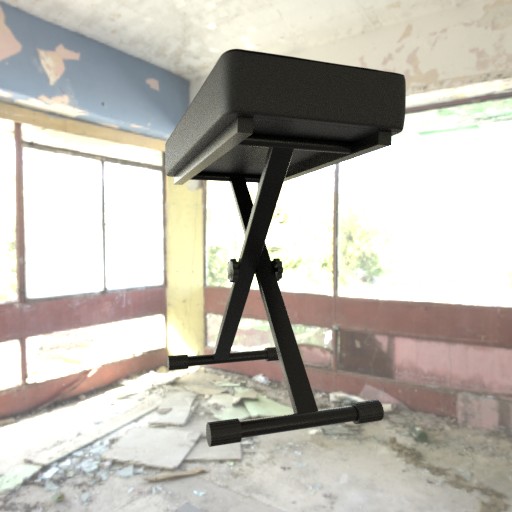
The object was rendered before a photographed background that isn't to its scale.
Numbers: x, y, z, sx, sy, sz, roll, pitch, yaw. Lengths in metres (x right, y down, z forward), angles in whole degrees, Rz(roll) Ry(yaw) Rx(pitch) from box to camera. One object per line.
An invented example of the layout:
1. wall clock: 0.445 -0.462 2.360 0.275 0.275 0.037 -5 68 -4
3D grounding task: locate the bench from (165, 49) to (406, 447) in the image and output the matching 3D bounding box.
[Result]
1. bench: 0.000 0.000 0.912 0.300 0.561 0.600 -1 2 -19
